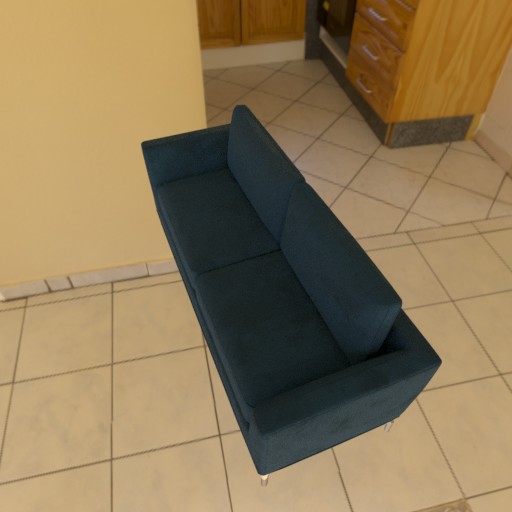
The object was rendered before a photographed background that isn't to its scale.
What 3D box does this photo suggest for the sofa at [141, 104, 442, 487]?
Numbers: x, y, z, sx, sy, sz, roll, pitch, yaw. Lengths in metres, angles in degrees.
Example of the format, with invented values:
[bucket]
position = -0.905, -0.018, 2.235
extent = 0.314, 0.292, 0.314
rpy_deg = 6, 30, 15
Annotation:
[sofa]
position = 0.000, 0.000, 2.664
extent = 0.853, 0.998, 2.212
rpy_deg = -16, 49, -15
